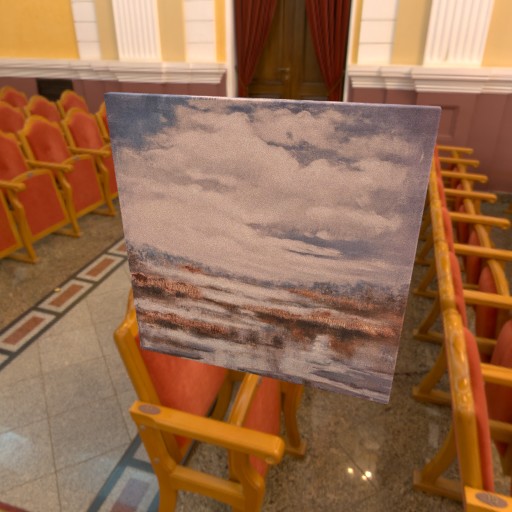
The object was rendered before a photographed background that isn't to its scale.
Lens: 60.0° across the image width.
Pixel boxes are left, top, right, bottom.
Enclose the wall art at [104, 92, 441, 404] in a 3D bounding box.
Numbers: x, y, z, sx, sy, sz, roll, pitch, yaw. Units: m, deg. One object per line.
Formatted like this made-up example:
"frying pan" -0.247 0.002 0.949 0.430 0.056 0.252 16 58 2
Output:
"wall art" 0.000 0.000 1.517 1.010 1.020 0.040 8 28 16
